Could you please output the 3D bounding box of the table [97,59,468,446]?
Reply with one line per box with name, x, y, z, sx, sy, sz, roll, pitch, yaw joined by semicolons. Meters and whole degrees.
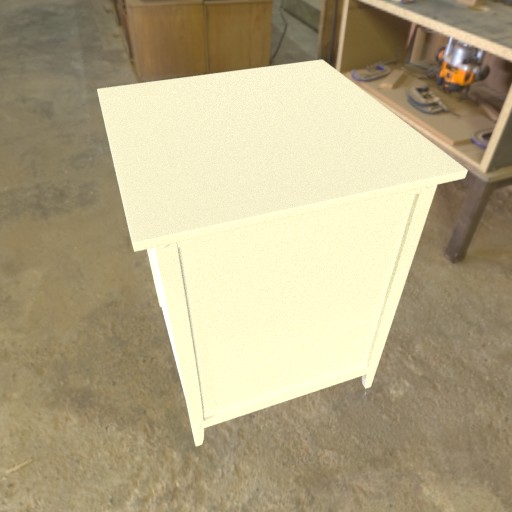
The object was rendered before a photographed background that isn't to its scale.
table;0.000;0.000;0.756;0.381;0.483;0.381;-14;44;-14
